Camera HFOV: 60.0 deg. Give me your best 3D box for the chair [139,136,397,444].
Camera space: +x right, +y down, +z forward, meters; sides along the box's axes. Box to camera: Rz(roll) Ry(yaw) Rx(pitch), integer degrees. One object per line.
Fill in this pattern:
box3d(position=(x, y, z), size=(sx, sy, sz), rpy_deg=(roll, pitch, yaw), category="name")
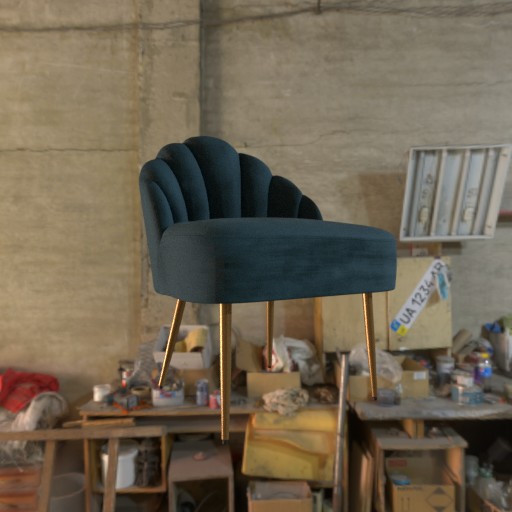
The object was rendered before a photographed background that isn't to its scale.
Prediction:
box3d(position=(0.000, 0.000, 1.307), size=(0.657, 0.819, 0.599), rpy_deg=(0, 1, -35), category="chair")
